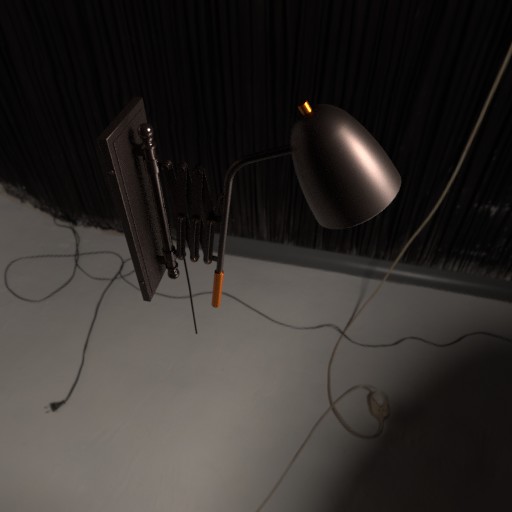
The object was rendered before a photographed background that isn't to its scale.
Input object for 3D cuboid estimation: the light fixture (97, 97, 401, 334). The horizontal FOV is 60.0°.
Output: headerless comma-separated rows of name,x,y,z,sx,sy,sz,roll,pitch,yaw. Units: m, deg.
light fixture,0.000,0.000,0.950,0.499,0.715,0.162,9,46,8
